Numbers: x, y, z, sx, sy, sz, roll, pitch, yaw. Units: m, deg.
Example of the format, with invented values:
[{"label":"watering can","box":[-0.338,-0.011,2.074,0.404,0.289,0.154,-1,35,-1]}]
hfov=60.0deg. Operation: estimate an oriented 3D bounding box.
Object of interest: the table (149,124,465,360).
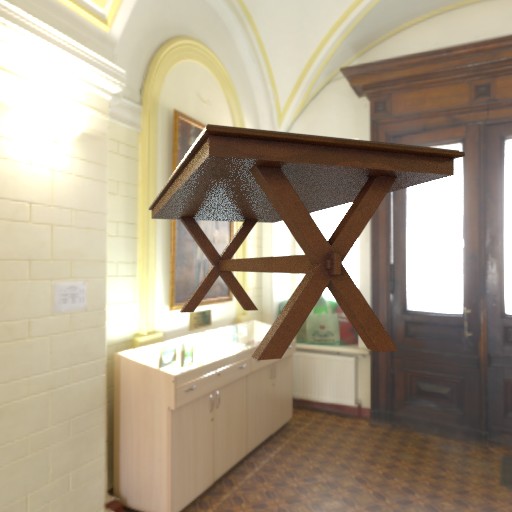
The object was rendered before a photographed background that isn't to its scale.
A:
[{"label":"table","box":[0.000,0.000,1.469,0.594,0.459,1.197,0,-1,-18]}]
